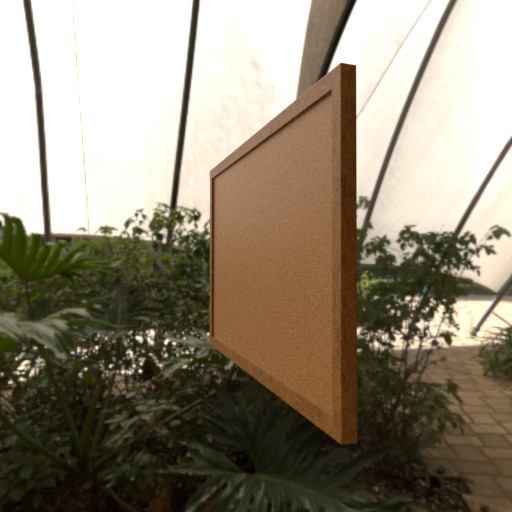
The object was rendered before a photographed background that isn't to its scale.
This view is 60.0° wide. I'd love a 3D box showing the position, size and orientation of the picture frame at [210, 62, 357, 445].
[{"bbox_3d":[0.000,0.000,1.159,0.029,0.621,0.922,0,-1,-19],"label":"picture frame"}]
